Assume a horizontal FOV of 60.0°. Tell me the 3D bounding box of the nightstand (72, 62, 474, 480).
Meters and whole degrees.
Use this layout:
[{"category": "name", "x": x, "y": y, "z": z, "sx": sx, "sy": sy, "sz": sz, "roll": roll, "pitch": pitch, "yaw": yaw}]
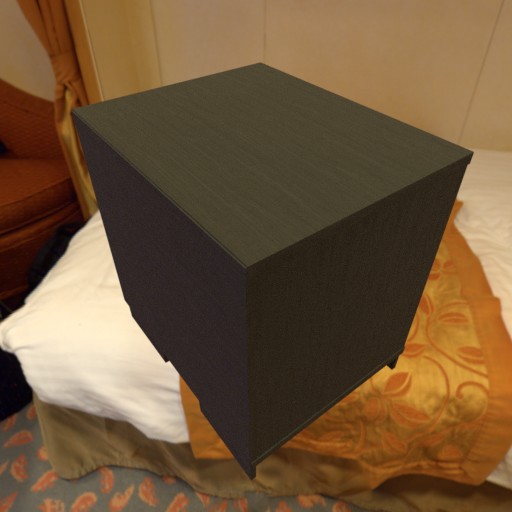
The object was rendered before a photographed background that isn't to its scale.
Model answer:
[{"category": "nightstand", "x": 0.000, "y": 0.000, "z": 0.736, "sx": 0.347, "sy": 0.448, "sz": 0.427, "roll": -26, "pitch": 47, "yaw": -27}]
